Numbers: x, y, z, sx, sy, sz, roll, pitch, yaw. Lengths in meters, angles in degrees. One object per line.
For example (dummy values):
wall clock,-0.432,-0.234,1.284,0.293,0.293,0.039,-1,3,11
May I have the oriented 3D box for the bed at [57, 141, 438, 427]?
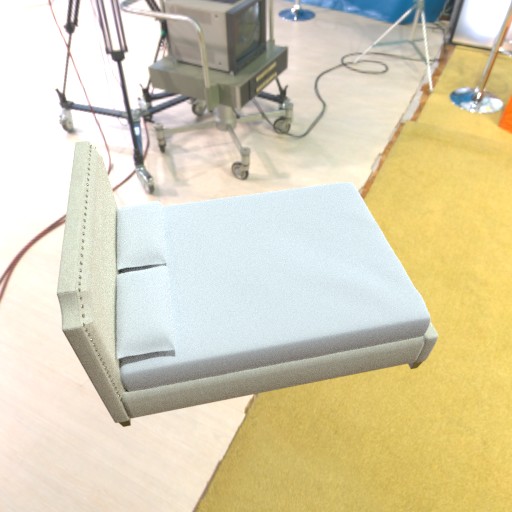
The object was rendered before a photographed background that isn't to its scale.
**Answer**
bed,0.000,0.000,3.425,2.381,1.457,1.713,-9,47,-8
